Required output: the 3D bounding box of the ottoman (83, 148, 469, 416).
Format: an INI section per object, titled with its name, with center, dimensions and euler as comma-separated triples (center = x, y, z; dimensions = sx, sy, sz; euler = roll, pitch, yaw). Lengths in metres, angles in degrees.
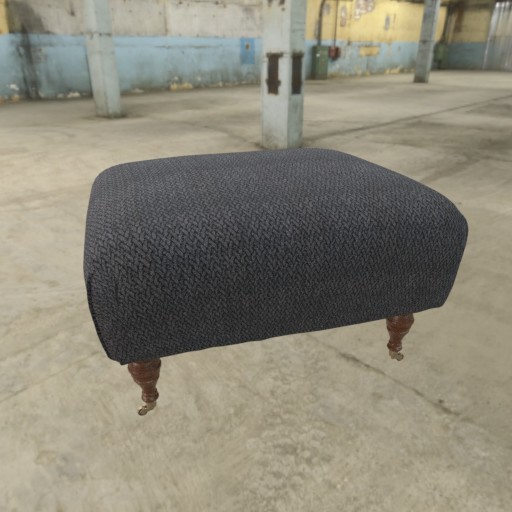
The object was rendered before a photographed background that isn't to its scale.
[ottoman]
center = 0.000, 0.000, 1.077
dimensions = 0.747, 0.450, 0.622
euler = -7, 25, -16
